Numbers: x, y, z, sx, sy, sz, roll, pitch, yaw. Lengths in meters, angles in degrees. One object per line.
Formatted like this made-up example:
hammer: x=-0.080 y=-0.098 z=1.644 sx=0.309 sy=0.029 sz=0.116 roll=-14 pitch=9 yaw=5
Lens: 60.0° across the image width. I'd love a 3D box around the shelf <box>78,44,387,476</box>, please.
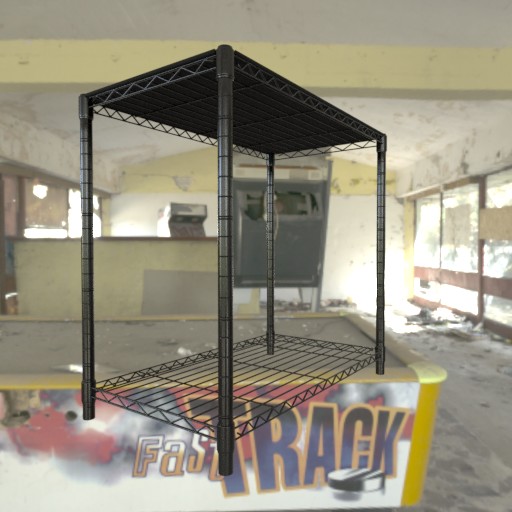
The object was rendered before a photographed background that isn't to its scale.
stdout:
shelf: x=0.000 y=0.000 z=0.907 sx=0.338 sy=0.564 sz=0.589 roll=1 pitch=2 yaw=36
